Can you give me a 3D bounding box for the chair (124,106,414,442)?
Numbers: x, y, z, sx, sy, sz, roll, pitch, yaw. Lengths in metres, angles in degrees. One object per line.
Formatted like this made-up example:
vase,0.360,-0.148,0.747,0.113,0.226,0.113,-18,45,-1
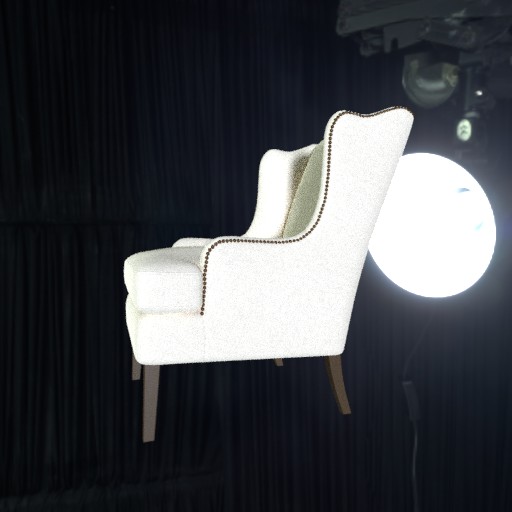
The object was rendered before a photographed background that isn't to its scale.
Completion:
chair,0.000,0.000,1.674,0.940,1.029,0.737,-1,2,-18
